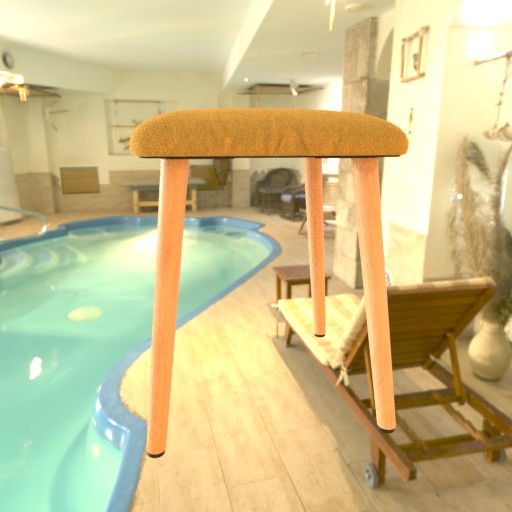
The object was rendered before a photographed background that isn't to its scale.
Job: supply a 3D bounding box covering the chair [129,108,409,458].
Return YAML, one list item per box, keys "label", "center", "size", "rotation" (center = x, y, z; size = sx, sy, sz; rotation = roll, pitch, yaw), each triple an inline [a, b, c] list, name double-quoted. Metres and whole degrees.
- label: "chair"
  center: [0.000, 0.000, 0.707]
  size: [0.350, 0.440, 0.350]
  rotation: [-2, 15, -9]
